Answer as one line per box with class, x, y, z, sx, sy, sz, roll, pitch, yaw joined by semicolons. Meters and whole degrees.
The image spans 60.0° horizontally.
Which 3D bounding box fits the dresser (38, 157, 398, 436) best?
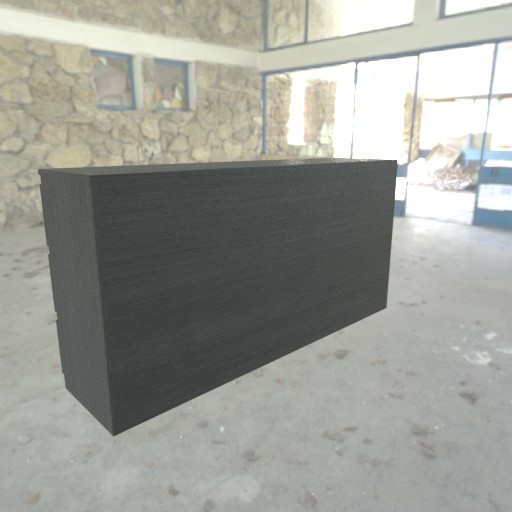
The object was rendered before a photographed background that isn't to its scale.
dresser;0.000;0.000;1.938;1.590;0.795;0.400;-13;20;-42
